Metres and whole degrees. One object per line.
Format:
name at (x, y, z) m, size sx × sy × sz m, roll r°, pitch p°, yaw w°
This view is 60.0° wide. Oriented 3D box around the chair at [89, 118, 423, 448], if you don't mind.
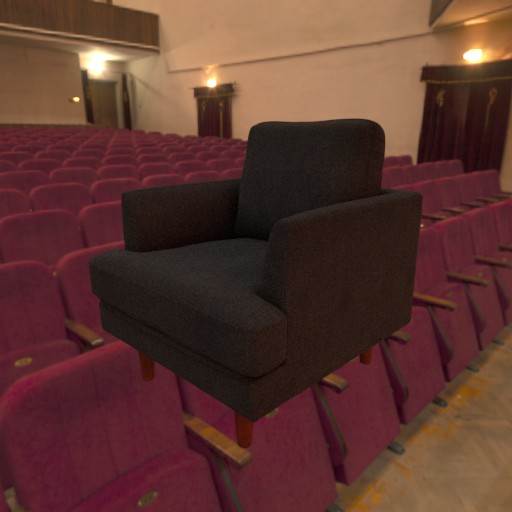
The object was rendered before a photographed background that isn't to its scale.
chair at (0.000, 0.000, 1.606) m, size 0.858 × 0.957 × 0.899 m, roll 15°, pitch 21°, yaw 42°
